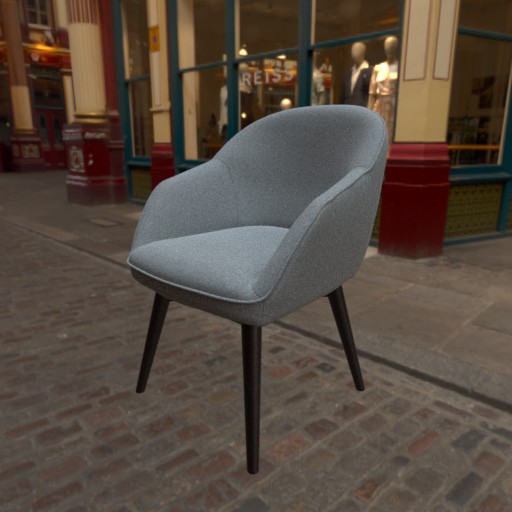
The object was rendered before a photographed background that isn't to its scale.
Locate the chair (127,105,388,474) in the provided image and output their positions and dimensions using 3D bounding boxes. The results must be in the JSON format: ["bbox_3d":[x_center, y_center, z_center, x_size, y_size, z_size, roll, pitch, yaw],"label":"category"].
[{"bbox_3d":[0.000,0.000,1.215,0.589,0.810,0.611,14,21,42],"label":"chair"}]
